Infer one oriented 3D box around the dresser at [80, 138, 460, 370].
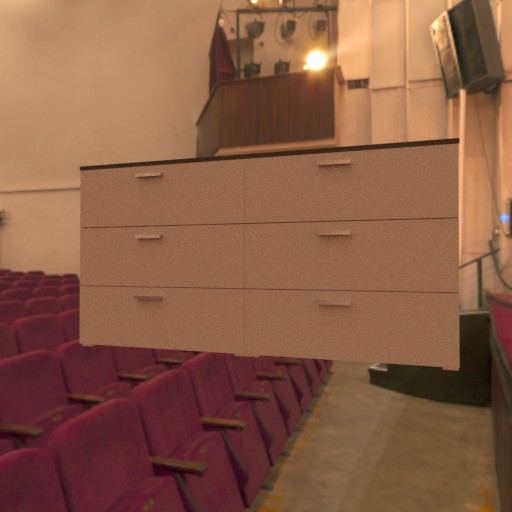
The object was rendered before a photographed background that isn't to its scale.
[{"bbox_3d":[0.000,0.000,1.865,1.535,0.790,0.333,0,-1,17],"label":"dresser"}]
